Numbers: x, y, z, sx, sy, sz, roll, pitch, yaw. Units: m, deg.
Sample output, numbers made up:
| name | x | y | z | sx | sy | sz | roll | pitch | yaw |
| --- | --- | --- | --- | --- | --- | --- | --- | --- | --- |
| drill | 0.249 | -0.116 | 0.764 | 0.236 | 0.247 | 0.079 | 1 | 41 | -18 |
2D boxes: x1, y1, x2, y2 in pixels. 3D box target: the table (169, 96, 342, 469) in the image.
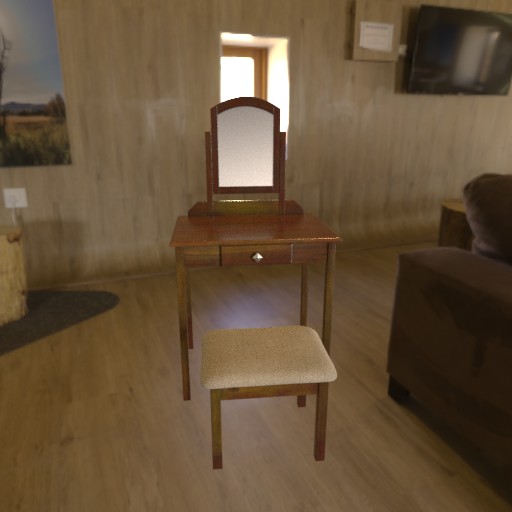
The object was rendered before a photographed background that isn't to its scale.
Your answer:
| name | x | y | z | sx | sy | sz | roll | pitch | yaw |
| --- | --- | --- | --- | --- | --- | --- | --- | --- | --- |
| table | 0.000 | 0.000 | 2.321 | 0.876 | 1.631 | 1.211 | -2 | 17 | -6 |
